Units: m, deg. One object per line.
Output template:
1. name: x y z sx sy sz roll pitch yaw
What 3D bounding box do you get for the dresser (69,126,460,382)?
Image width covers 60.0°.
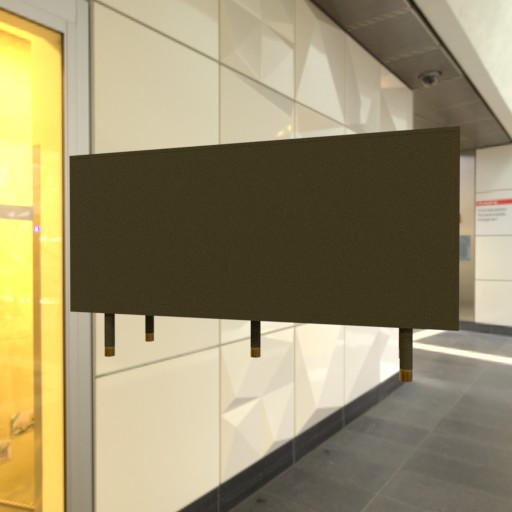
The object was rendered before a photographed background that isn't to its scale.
1. dresser: 0.000 0.000 1.923 1.558 0.872 0.463 0 1 17
